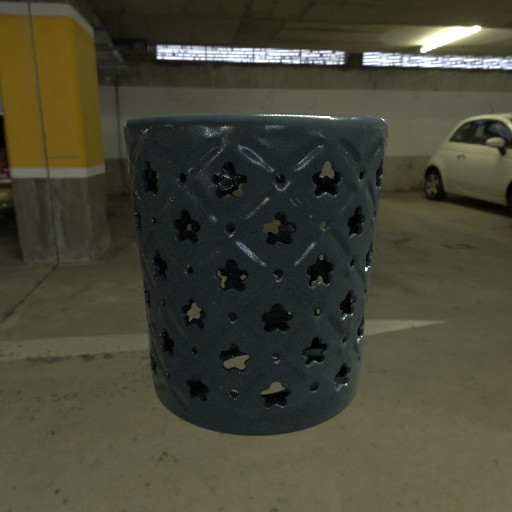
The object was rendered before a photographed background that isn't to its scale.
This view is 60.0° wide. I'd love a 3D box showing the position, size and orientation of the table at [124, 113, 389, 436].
[{"bbox_3d":[0.000,0.000,0.653,0.352,0.387,0.352,0,14,0],"label":"table"}]
